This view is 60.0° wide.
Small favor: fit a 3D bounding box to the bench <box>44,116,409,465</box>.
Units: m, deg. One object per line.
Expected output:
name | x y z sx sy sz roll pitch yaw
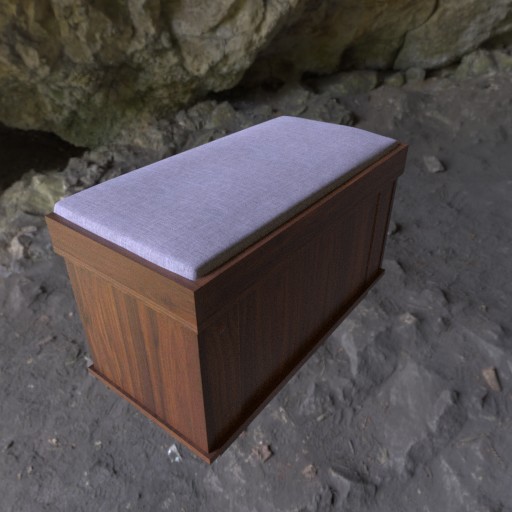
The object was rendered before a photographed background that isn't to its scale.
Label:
bench | 0.000 0.000 1.016 0.362 0.461 0.734 22 39 31
